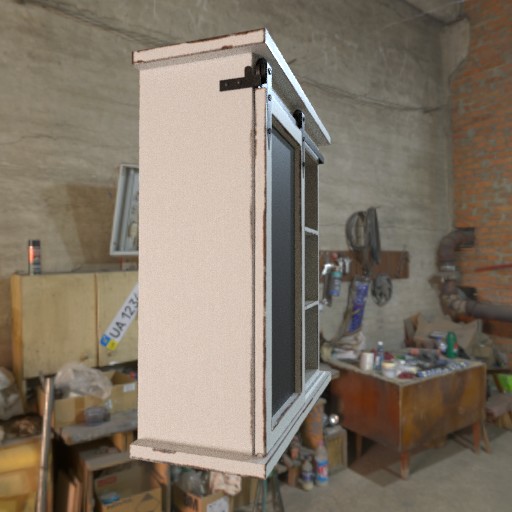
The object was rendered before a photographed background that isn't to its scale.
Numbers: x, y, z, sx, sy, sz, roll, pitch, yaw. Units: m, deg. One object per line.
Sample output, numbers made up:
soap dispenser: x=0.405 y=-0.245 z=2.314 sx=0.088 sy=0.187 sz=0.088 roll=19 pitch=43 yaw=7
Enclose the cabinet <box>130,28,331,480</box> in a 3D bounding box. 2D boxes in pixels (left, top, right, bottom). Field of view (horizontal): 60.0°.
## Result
cabinet: x=0.000 y=0.000 z=0.879 sx=0.210 sy=0.603 sz=0.541 roll=0 pitch=-1 yaw=19
